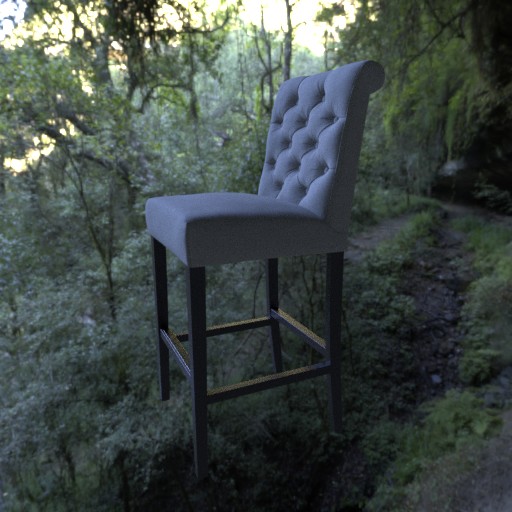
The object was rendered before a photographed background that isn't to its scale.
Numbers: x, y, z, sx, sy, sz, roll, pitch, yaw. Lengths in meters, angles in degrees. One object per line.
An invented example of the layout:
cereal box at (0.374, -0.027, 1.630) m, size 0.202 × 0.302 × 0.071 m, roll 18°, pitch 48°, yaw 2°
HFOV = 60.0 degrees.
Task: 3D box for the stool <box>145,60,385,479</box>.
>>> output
stool at (0.000, 0.000, 1.424) m, size 0.601 × 1.140 × 0.493 m, roll -7°, pitch 16°, yaw -24°
